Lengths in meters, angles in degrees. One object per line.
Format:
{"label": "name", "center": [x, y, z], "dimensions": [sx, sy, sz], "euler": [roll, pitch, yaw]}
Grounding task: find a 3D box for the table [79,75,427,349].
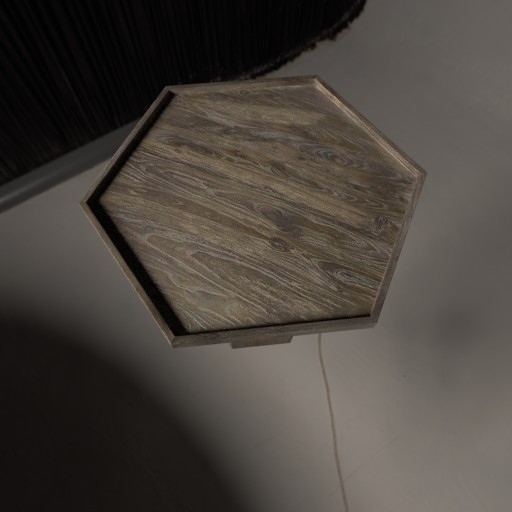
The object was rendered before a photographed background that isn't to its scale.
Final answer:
{"label": "table", "center": [0.000, 0.000, 1.124], "dimensions": [0.592, 0.586, 0.683], "euler": [-33, 67, -16]}
